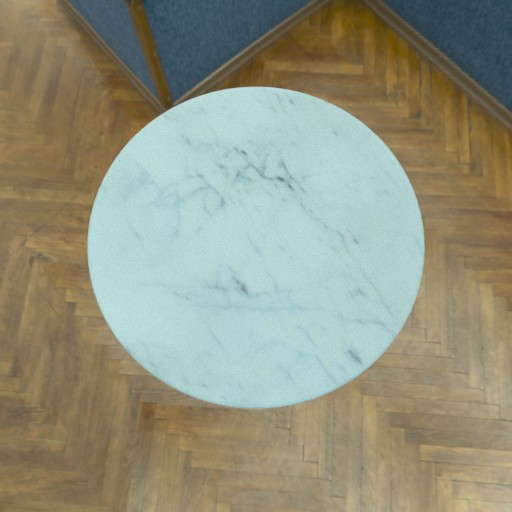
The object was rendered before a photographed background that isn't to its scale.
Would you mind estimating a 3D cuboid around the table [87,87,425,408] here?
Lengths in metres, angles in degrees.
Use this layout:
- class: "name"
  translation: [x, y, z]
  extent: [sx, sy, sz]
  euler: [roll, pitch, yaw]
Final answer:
- class: "table"
  translation: [0.000, 0.000, 1.268]
  extent: [0.800, 0.450, 0.800]
  euler: [0, 75, 0]
